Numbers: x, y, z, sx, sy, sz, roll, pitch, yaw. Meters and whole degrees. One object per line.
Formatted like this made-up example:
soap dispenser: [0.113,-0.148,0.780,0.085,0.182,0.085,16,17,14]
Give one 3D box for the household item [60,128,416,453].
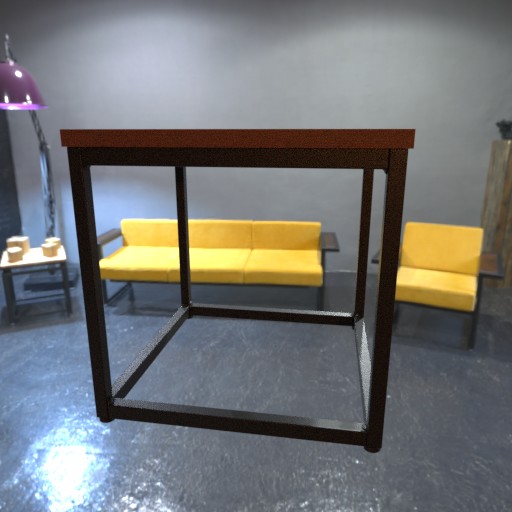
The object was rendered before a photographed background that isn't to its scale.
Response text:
household item: [0.000,0.000,0.731,0.400,0.400,0.400,3,16,9]
